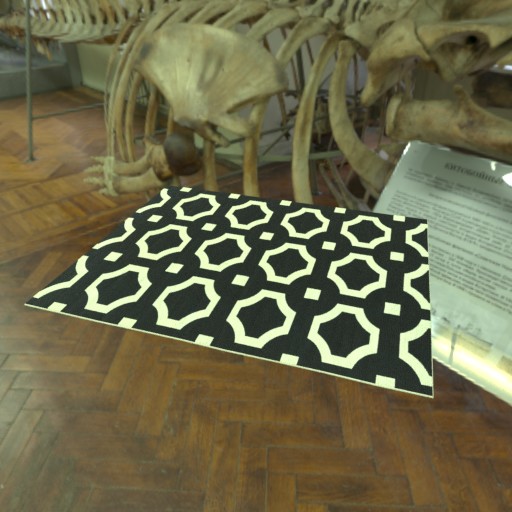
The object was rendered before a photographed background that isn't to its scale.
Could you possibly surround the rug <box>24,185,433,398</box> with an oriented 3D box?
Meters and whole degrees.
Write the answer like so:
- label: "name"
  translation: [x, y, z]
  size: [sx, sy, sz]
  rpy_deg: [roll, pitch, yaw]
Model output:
- label: "rug"
  translation: [0.000, 0.000, 4.089]
  size: [3.049, 0.021, 2.466]
  rpy_deg: [9, 33, 15]
